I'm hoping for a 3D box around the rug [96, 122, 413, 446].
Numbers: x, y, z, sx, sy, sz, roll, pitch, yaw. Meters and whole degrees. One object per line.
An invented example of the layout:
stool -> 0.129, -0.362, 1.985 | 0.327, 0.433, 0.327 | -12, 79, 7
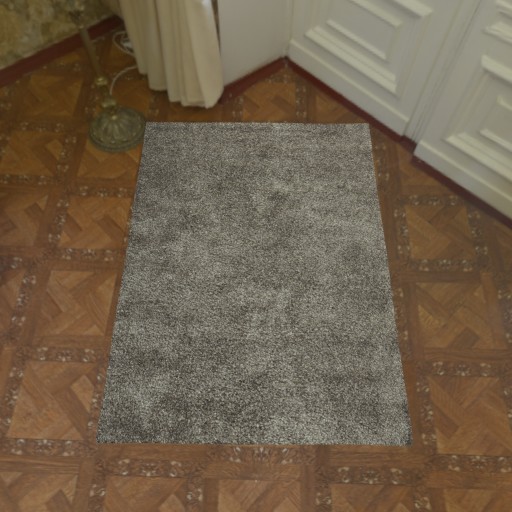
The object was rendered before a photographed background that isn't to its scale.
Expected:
rug -> 0.000, 0.000, 2.036 | 1.198, 0.025, 1.601 | 0, 63, 0
